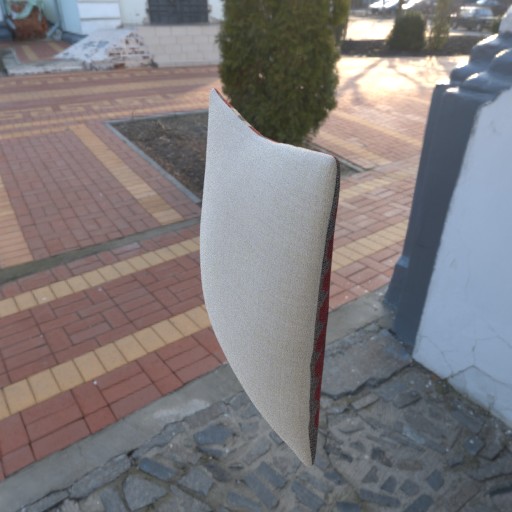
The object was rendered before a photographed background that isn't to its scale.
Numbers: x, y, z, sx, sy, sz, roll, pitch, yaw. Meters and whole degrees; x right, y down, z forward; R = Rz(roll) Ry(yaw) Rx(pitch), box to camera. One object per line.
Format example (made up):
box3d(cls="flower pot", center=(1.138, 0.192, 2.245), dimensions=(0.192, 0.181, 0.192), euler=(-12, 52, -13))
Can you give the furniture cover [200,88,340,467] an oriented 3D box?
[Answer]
box3d(cls="furniture cover", center=(0.000, 0.000, 0.661), dimensions=(0.145, 0.420, 0.435), euler=(-10, 31, -17))
